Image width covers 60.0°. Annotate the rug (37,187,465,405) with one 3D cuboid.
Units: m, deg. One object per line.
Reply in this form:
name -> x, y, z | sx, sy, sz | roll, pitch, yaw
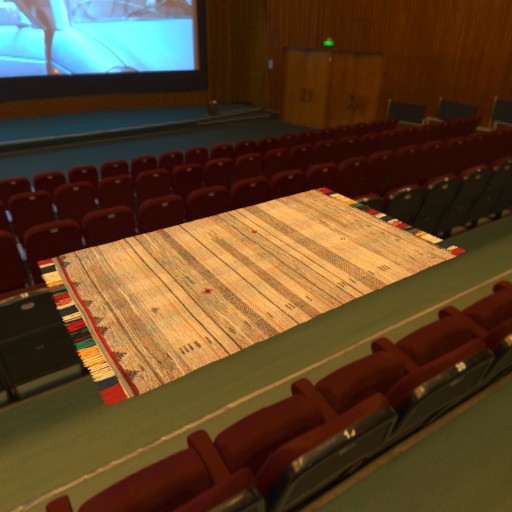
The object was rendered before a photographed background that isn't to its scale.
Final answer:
rug -> 0.000, 0.000, 2.923 | 2.465, 0.012, 1.465 | -18, 34, -29
